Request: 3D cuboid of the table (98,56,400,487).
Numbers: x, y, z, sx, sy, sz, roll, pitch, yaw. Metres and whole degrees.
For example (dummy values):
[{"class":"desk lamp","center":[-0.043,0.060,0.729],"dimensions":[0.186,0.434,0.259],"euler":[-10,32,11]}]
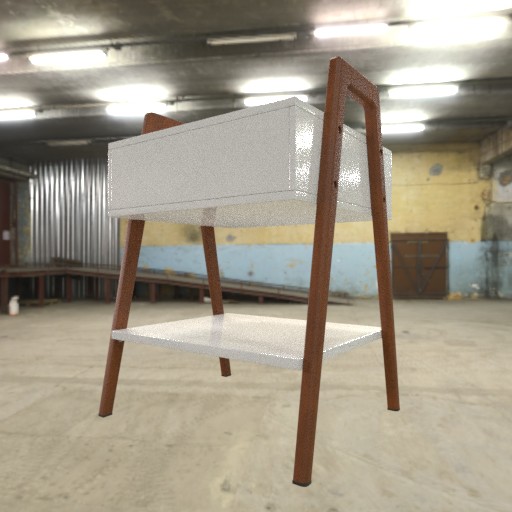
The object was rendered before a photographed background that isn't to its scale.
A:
[{"class":"table","center":[0.000,0.000,0.878],"dimensions":[0.457,0.610,0.405],"euler":[0,-1,36]}]
